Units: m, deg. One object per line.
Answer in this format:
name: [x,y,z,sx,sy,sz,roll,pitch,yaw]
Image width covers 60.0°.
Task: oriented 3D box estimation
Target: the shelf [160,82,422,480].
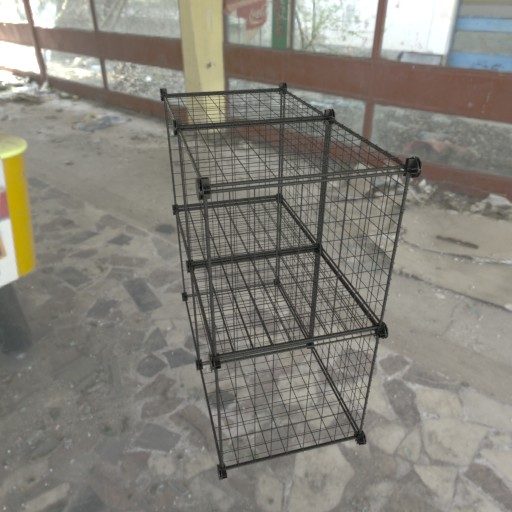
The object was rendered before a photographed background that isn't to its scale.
shelf: [0.000,0.000,1.133,0.356,0.711,0.711,-8,32,-13]
